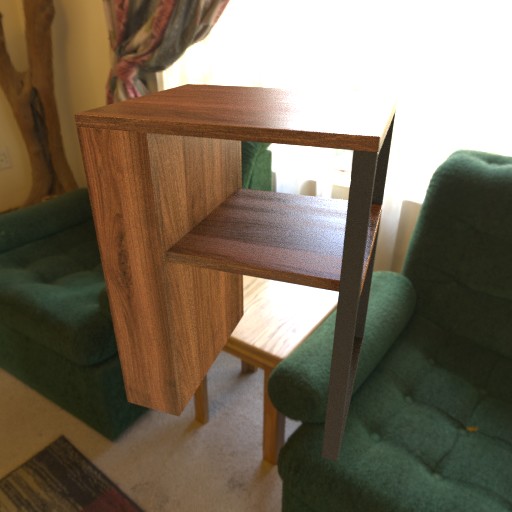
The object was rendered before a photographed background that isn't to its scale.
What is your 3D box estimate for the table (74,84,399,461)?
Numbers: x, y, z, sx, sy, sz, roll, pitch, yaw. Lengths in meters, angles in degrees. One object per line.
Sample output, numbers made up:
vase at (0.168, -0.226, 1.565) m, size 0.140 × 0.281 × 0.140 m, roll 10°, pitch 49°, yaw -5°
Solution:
table at (0.000, 0.000, 1.571) m, size 0.786 × 1.041 × 0.660 m, roll 9°, pitch 29°, yaw 17°
